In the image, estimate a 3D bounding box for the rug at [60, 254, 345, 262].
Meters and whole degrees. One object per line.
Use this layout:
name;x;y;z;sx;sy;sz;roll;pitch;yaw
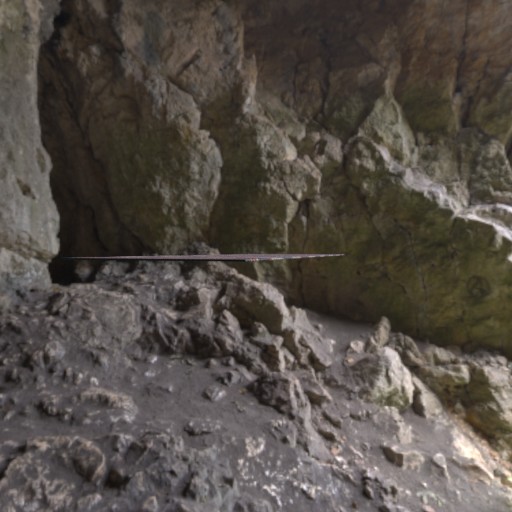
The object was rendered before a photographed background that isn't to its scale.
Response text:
rug;0.000;0.000;2.726;0.760;0.009;2.440;0;1;19
